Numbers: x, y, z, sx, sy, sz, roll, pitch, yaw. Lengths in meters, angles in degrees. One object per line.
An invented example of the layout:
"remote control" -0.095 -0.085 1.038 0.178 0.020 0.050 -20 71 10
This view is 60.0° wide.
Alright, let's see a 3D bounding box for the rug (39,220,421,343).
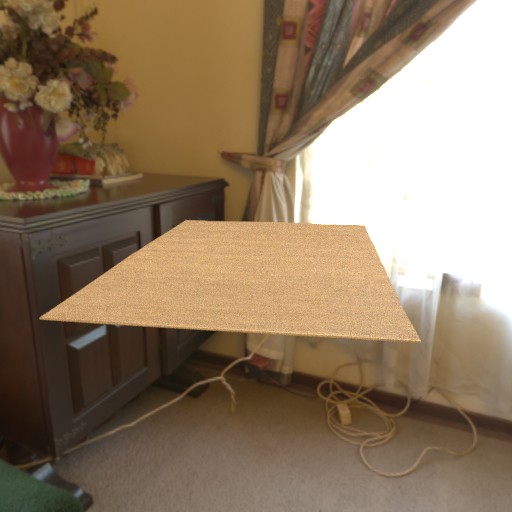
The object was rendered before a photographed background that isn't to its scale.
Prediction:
"rug" 0.000 0.000 2.917 1.624 0.030 2.264 2 16 8
